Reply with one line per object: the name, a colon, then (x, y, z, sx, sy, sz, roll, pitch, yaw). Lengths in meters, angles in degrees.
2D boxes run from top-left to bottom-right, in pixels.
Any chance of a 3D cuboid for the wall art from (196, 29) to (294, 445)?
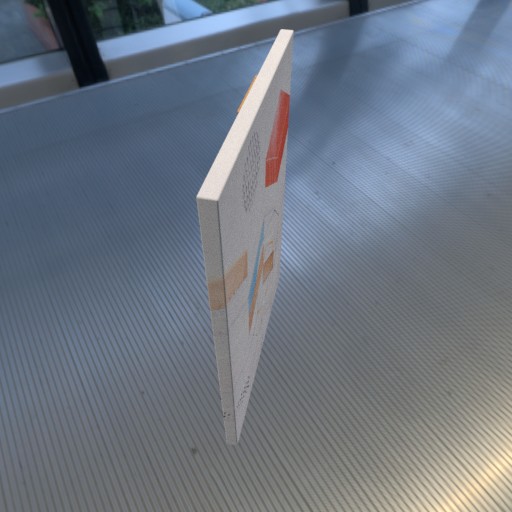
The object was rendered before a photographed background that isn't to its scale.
wall art: (0.000, 0.000, 1.095, 0.036, 0.848, 0.613, 9, 47, 9)
